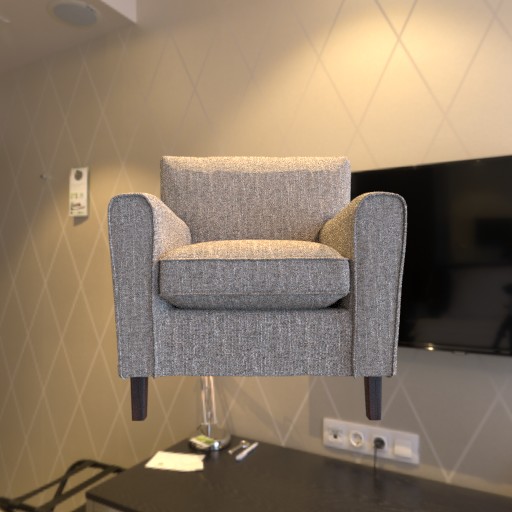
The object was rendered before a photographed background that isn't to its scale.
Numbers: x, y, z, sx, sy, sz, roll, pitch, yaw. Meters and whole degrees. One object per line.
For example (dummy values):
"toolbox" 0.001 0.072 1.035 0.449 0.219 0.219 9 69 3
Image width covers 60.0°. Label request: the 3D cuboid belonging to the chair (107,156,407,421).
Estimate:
"chair" 0.000 0.000 1.596 0.864 0.928 0.873 0 -2 0
